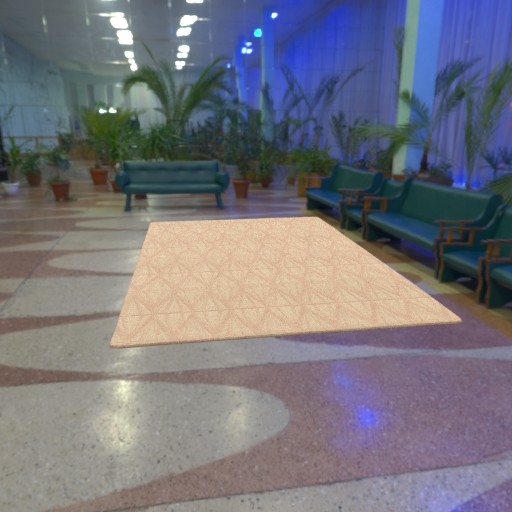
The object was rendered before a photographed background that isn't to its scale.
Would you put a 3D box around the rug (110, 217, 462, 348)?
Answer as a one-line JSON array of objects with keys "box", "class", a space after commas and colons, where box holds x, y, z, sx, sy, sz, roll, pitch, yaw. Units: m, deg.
[{"box": [0.000, 0.000, 3.071, 1.609, 0.015, 2.390, -3, 17, -9], "class": "rug"}]
